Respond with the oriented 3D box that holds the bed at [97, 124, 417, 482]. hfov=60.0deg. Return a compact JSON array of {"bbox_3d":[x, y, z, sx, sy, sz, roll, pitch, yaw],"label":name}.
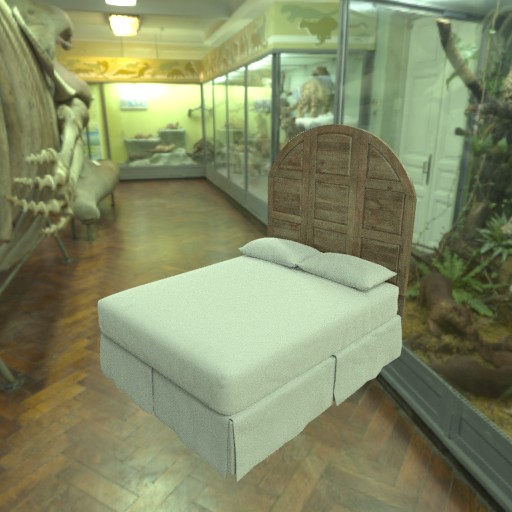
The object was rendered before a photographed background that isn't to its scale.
[{"bbox_3d":[0.000,0.000,3.555,1.713,2.002,2.112,17,24,42],"label":"bed"}]
